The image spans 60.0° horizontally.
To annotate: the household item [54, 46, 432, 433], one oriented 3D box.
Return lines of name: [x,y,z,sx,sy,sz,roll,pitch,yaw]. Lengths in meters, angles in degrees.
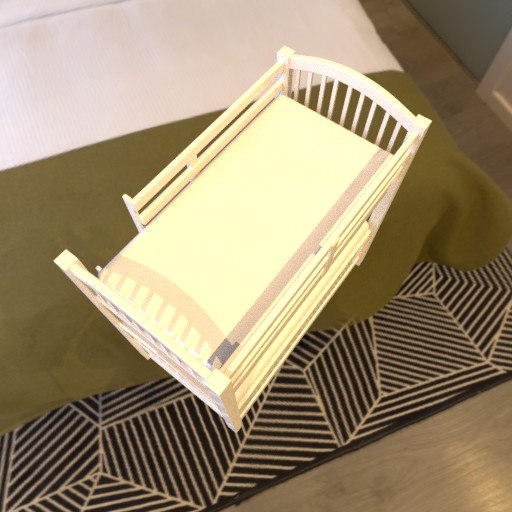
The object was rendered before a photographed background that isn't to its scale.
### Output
household item: [0.000,0.000,3.313,1.143,2.032,2.032,34,68,16]
